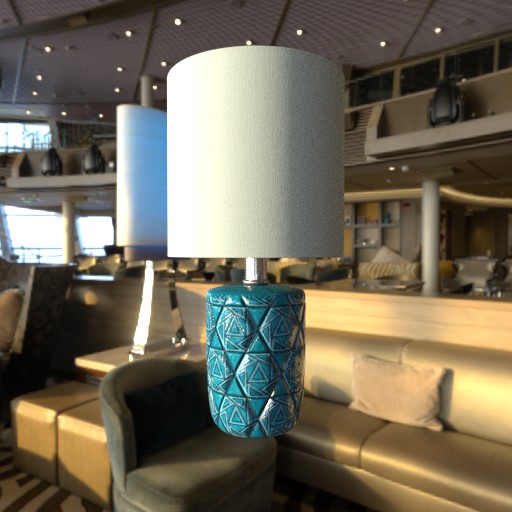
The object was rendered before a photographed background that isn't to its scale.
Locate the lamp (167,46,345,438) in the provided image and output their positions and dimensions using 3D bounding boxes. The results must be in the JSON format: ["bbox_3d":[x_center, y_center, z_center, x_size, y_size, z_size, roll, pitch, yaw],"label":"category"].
[{"bbox_3d":[0.000,0.000,0.493,0.193,0.377,0.193,1,1,34],"label":"lamp"}]
